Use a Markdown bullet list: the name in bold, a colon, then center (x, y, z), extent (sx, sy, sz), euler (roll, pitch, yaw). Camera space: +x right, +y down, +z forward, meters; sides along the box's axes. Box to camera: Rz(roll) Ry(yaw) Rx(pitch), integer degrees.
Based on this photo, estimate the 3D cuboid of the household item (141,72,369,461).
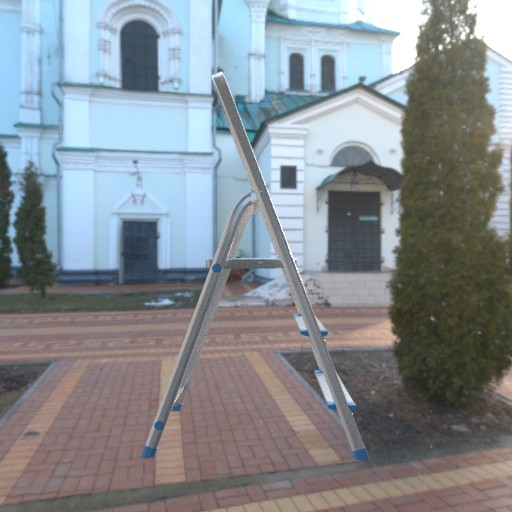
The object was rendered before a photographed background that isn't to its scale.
- **household item**: center (0.000, 0.000, 1.533), extent (0.687, 1.215, 0.420), euler (0, 0, 2)
